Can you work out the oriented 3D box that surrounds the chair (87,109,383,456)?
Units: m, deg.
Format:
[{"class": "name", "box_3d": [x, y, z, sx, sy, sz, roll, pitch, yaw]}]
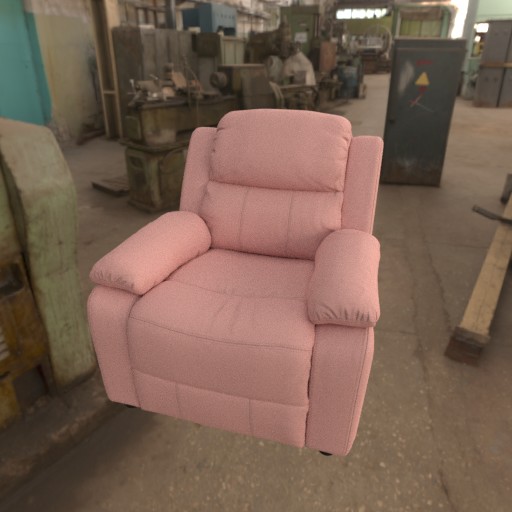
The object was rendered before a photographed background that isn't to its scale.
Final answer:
[{"class": "chair", "box_3d": [0.000, 0.000, 1.222, 0.680, 0.702, 0.709, 7, 27, 15]}]
